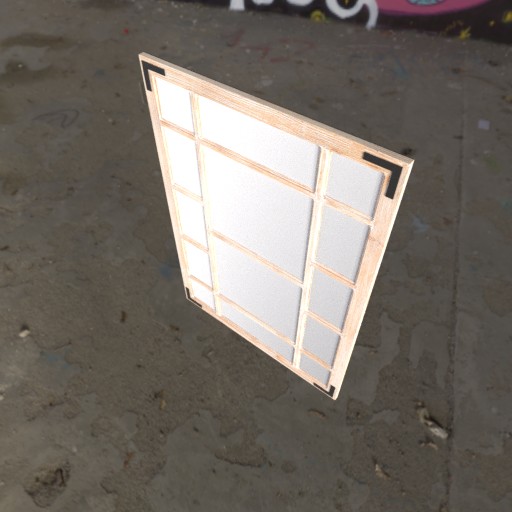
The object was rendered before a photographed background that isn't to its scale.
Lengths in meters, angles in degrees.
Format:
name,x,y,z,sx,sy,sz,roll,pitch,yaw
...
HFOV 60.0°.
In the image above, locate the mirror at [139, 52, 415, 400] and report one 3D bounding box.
name,x,y,z,sx,sy,sz,roll,pitch,yaw
mirror,0.000,0.000,1.303,0.705,0.996,0.025,30,55,24
